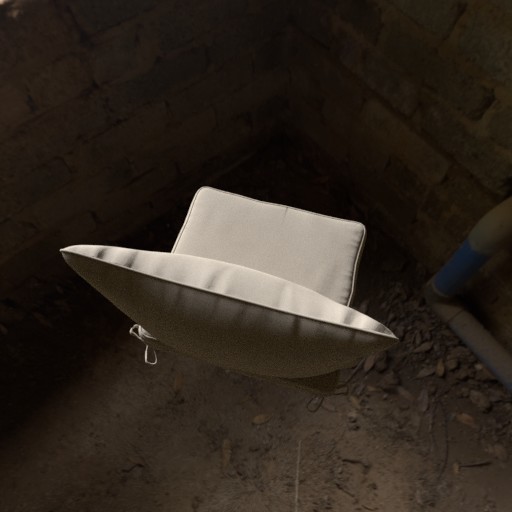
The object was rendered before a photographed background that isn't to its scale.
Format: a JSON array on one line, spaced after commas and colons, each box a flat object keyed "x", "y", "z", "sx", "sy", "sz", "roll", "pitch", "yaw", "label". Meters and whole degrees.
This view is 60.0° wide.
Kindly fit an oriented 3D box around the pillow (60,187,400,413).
[{"x": 0.000, "y": 0.000, "z": 1.379, "sx": 0.798, "sy": 0.716, "sz": 0.733, "roll": 14, "pitch": 63, "yaw": 7, "label": "pillow"}]
